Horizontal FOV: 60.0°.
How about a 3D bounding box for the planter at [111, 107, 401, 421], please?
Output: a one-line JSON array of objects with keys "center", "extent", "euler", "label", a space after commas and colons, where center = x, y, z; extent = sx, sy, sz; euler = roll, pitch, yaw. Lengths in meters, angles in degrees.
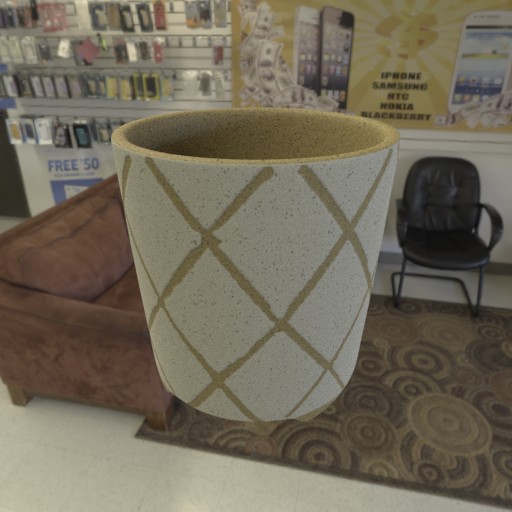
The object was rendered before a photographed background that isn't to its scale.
[{"center": [0.000, 0.000, 0.414], "extent": [0.228, 0.235, 0.228], "euler": [0, 26, 0], "label": "planter"}]
